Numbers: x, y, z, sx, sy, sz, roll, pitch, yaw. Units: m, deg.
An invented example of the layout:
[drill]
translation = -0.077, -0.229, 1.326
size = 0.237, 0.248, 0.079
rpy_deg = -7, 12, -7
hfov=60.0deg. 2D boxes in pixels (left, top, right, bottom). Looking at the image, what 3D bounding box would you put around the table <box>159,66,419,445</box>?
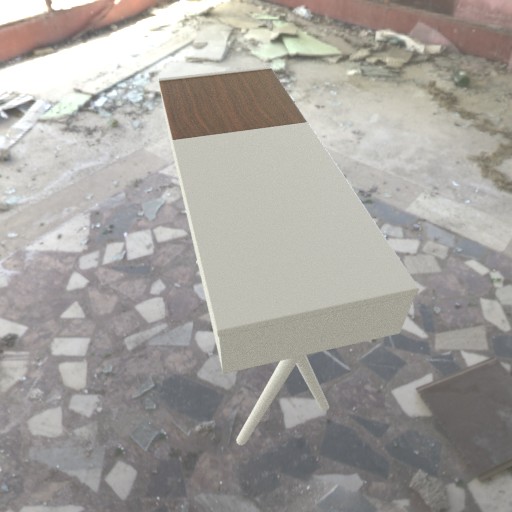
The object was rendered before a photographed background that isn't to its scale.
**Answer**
[table]
translation = 0.000, 0.000, 1.473
size = 0.418, 0.785, 1.066
rpy_deg = -10, 47, -10
